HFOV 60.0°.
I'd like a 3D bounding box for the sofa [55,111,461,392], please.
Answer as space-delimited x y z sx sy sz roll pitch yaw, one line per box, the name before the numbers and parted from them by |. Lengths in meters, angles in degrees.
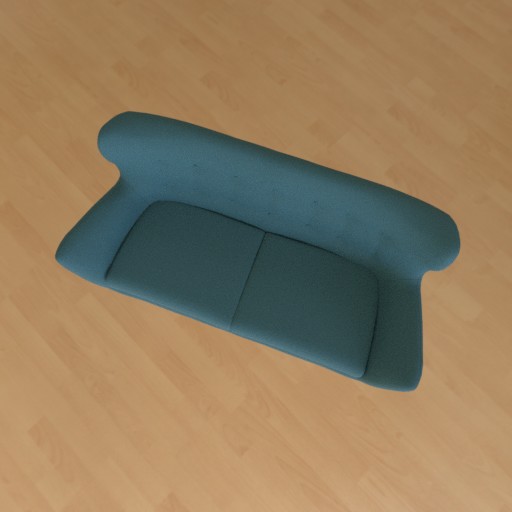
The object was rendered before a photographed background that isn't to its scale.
sofa | 0.000 0.000 2.454 1.930 0.890 0.889 19 74 6
